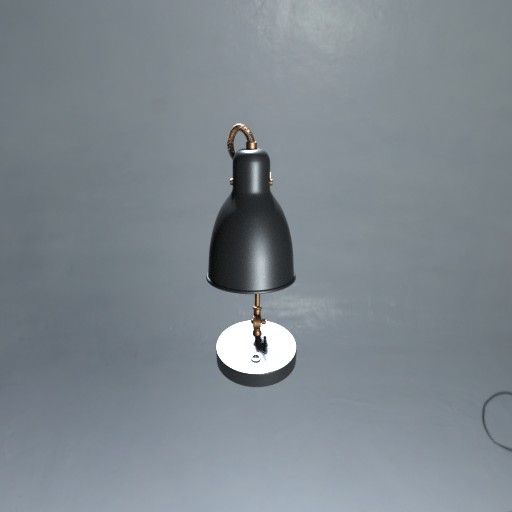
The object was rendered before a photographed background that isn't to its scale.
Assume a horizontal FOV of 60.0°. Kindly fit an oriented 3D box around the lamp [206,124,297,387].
[{"bbox_3d":[0.000,0.000,0.875,0.187,0.587,0.561,1,30,2],"label":"lamp"}]
